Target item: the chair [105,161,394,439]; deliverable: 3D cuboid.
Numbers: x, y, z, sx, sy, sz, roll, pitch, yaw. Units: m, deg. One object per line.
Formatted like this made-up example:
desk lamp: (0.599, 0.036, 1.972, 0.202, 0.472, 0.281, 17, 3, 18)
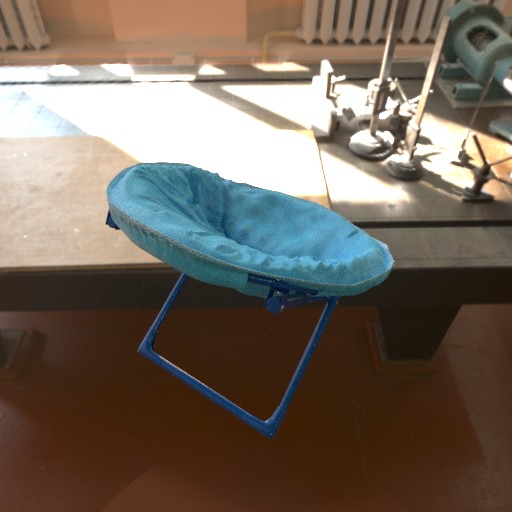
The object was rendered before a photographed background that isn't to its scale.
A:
chair: (0.000, 0.000, 0.898, 0.520, 0.478, 0.465, 26, 51, 22)
